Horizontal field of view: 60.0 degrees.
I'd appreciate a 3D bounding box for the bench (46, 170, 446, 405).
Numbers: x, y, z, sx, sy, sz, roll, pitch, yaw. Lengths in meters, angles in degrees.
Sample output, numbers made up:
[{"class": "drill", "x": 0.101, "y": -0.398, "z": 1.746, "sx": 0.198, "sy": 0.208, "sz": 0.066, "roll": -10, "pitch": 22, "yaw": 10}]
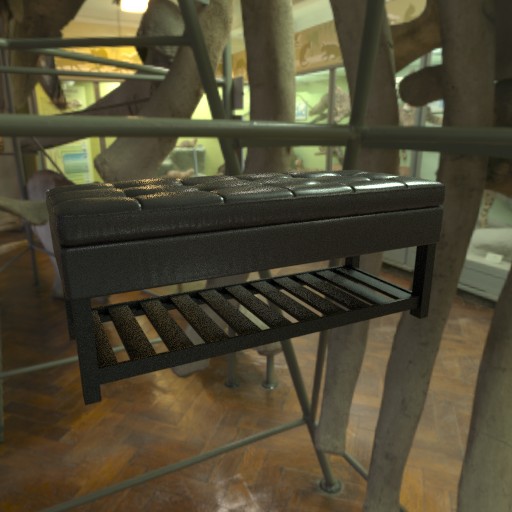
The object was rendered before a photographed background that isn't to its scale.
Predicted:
[{"class": "bench", "x": 0.000, "y": 0.000, "z": 1.346, "sx": 1.105, "sy": 0.460, "sz": 0.432, "roll": -8, "pitch": 18, "yaw": -26}]
